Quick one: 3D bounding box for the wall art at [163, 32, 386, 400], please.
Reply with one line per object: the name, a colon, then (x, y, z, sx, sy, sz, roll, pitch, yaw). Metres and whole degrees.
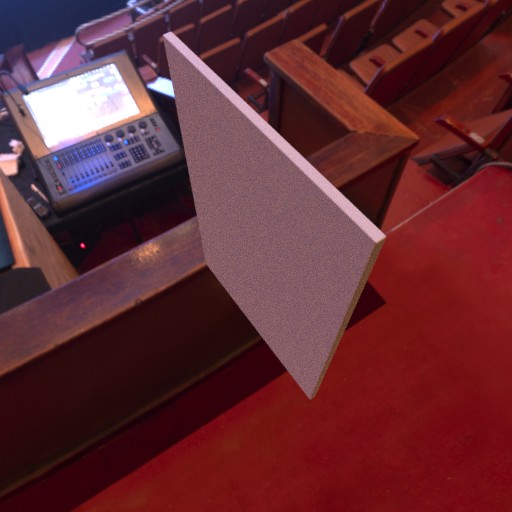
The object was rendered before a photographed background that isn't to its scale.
wall art: (0.000, 0.000, 0.612, 0.011, 0.482, 0.329, -31, 63, -18)
